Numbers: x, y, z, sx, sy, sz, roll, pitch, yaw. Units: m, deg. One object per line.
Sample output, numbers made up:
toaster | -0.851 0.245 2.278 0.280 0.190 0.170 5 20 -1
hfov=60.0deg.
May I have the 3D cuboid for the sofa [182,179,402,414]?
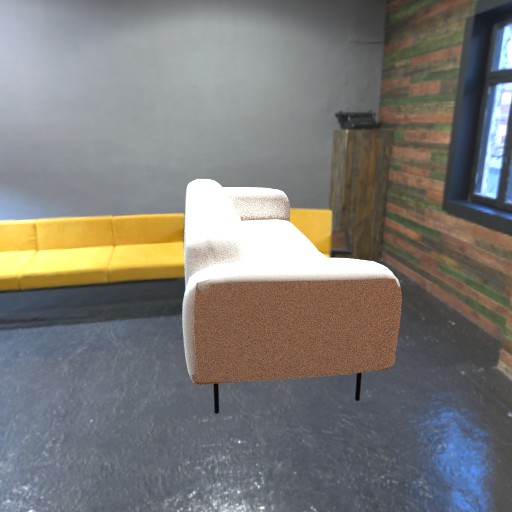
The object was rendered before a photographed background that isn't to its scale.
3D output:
sofa | 0.000 0.000 2.755 0.870 0.780 2.280 -2 17 -8
